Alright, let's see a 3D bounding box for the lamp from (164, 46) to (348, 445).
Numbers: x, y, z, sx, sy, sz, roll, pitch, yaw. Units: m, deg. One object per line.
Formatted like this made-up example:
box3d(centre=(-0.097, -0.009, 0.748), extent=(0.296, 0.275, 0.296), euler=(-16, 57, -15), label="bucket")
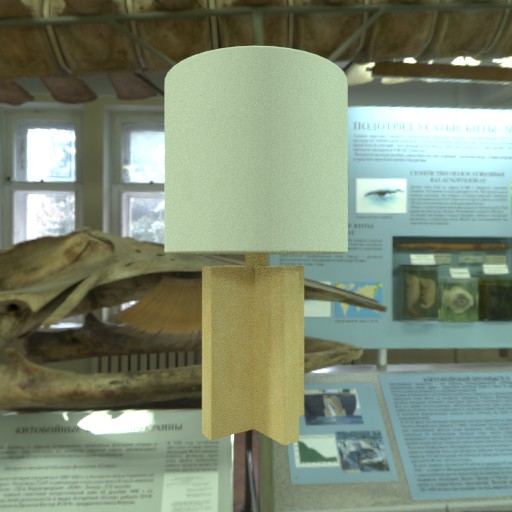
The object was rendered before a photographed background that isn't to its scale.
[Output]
box3d(centre=(0.000, 0.000, 0.564), extent=(0.229, 0.428, 0.229), euler=(0, 0, -35), label="lamp")
